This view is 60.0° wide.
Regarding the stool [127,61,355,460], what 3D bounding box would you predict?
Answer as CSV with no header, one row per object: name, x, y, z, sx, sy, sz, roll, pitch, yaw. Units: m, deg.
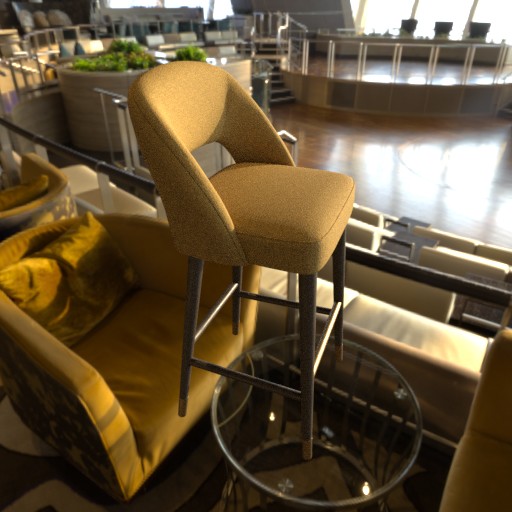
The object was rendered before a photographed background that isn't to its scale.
stool,0.000,0.000,1.307,0.522,1.032,0.536,11,32,18
